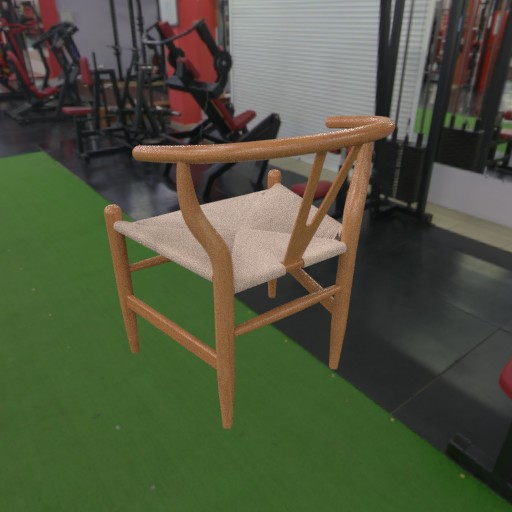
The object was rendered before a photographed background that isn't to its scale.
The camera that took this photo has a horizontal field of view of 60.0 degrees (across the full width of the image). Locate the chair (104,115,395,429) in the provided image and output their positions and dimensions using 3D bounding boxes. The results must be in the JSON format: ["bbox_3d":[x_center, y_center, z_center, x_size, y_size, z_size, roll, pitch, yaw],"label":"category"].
[{"bbox_3d":[0.000,0.000,1.129,0.569,0.730,0.579,-18,33,-31],"label":"chair"}]
